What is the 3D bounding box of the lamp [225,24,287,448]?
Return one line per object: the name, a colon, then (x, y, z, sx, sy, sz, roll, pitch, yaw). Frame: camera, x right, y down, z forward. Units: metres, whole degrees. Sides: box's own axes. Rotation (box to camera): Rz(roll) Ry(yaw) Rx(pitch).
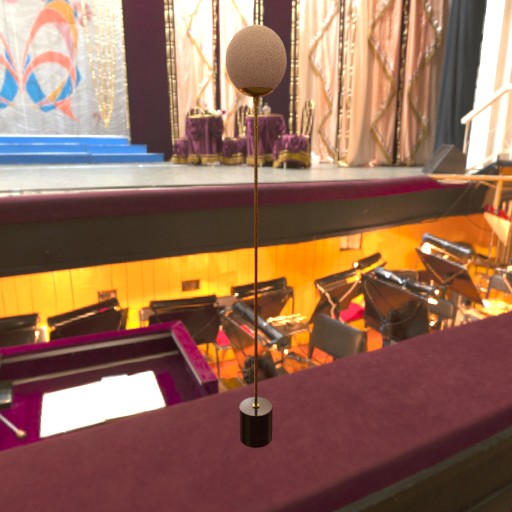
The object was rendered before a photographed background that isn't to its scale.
lamp: (0.000, 0.000, 1.847, 0.229, 1.748, 0.229, -7, 16, -25)
